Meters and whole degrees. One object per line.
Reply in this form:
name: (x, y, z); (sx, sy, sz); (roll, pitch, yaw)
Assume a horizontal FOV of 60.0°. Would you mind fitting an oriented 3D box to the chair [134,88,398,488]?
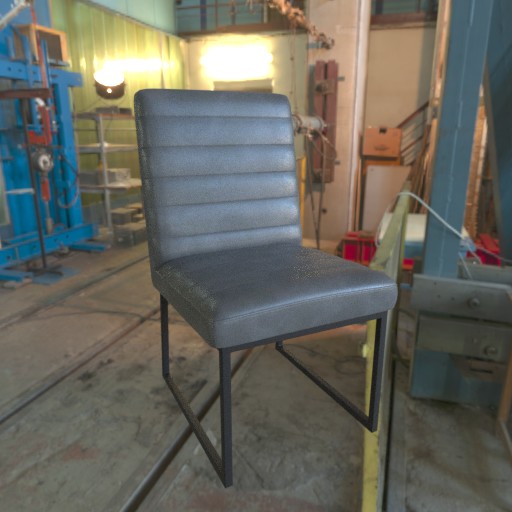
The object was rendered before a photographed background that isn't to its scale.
chair: (0.000, 0.000, 1.274); (0.520, 0.930, 0.634); (-8, 18, -26)
